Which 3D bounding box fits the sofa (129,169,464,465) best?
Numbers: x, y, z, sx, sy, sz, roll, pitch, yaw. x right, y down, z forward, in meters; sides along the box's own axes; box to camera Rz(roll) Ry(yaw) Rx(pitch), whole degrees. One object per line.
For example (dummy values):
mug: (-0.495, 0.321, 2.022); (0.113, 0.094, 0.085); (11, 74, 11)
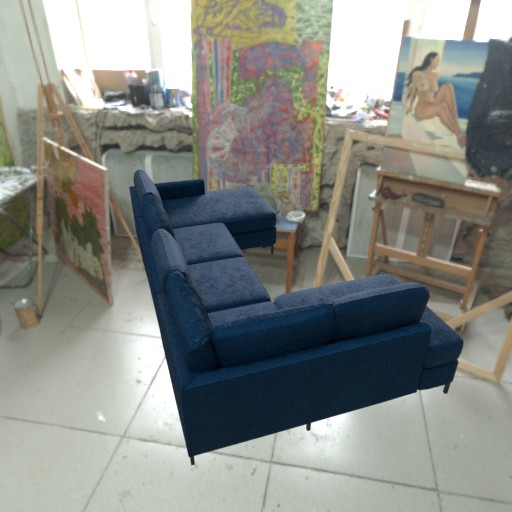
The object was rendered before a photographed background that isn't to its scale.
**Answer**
sofa: (0.000, 0.000, 4.310); (2.055, 0.992, 3.434); (-10, 31, -16)
